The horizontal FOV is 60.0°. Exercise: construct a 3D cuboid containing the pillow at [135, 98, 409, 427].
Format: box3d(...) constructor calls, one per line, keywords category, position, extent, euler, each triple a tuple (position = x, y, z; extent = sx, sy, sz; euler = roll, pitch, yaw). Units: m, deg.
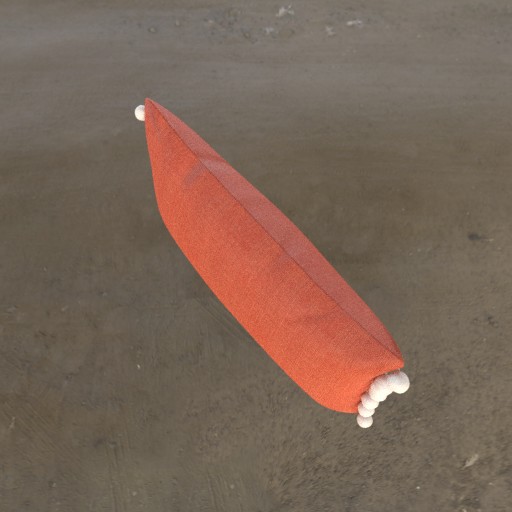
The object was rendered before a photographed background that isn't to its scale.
box3d(category="pillow", position=(0.000, 0.000, 0.847), extent=(0.201, 0.322, 0.709), euler=(-35, 65, -18))
